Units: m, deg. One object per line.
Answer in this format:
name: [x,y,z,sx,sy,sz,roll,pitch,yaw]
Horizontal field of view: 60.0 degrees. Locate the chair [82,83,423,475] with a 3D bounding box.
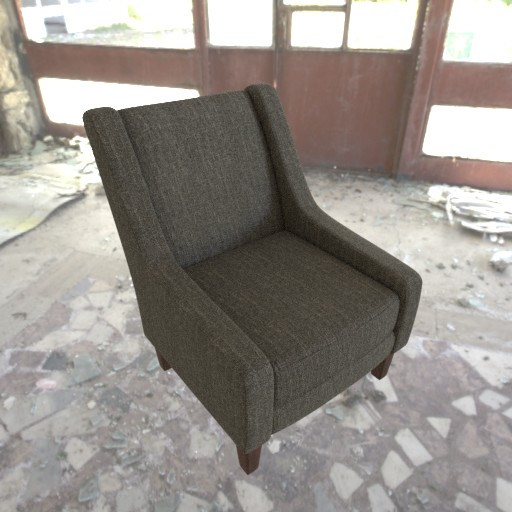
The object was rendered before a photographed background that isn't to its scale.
chair: [0.000,0.000,1.639,0.793,1.012,0.944,-22,38,-31]
